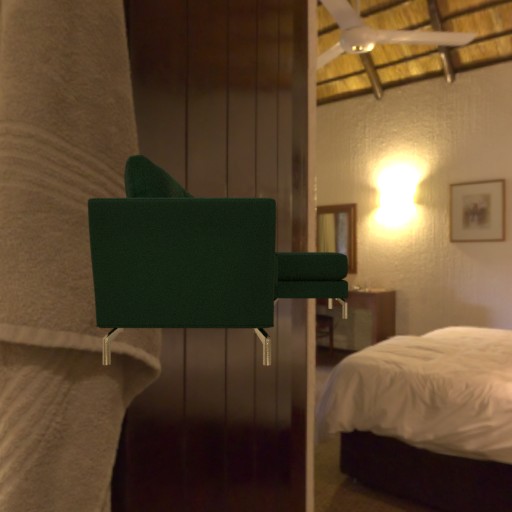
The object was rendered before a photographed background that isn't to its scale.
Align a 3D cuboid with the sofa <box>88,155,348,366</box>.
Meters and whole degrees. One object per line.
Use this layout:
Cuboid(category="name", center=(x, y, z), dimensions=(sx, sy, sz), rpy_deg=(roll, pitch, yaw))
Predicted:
Cuboid(category="sofa", center=(0.000, 0.000, 3.180), dimensions=(1.489, 1.007, 2.441), rpy_deg=(0, -1, 1))
